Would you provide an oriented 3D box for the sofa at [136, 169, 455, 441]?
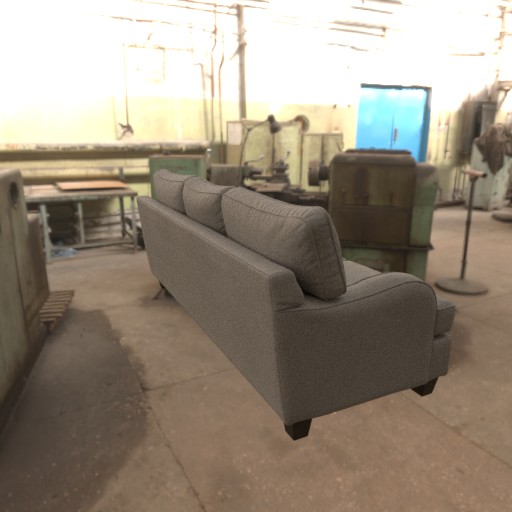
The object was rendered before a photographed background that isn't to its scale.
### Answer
[{"bbox_3d":[0.000,0.000,2.842,1.016,0.991,2.323,-8,17,-25],"label":"sofa"}]
